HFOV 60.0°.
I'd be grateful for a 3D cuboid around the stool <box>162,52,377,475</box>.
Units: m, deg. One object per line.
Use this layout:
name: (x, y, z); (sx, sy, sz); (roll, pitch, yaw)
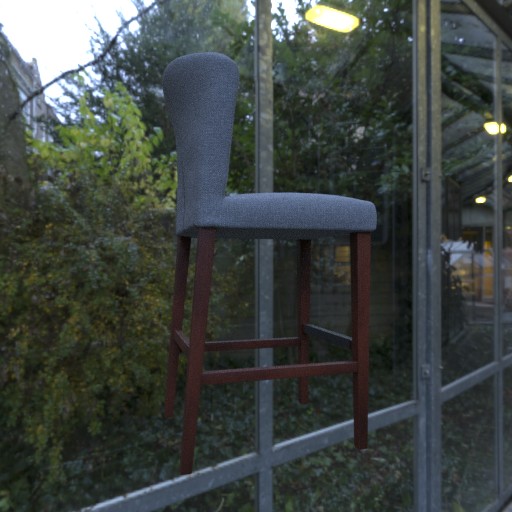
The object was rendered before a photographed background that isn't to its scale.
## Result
stool: (0.000, 0.000, 1.360); (0.568, 1.069, 0.486); (0, -1, -17)
